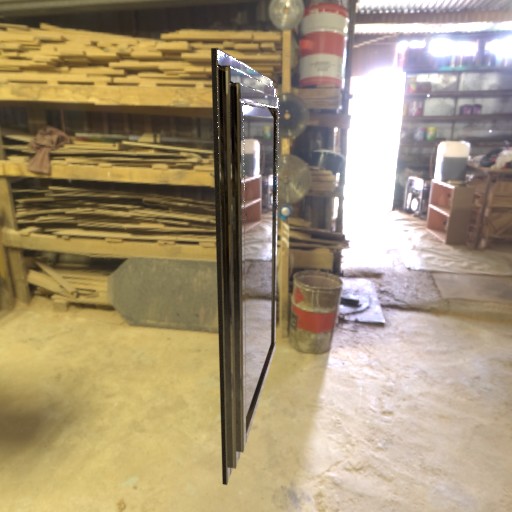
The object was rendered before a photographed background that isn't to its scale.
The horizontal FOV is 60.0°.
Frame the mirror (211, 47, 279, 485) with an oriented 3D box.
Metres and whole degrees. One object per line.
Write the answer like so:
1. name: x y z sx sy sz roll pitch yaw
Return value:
1. mirror: 0.000 0.000 1.167 0.039 0.914 0.613 3 17 10
